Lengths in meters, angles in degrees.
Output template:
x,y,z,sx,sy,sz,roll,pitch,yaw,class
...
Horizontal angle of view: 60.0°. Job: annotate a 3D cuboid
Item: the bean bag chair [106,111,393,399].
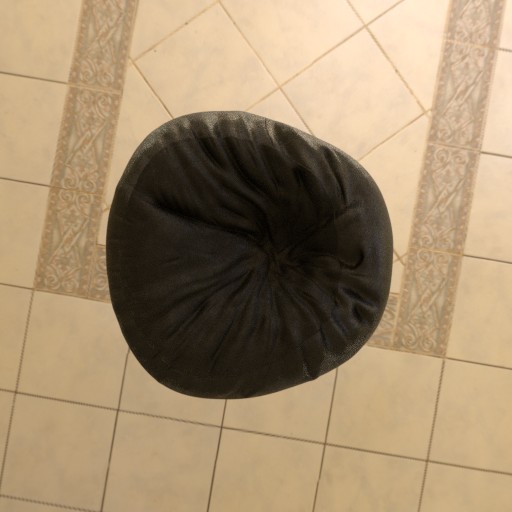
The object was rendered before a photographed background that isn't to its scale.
x,y,z,sx,sy,sz,roll,pitch,yaw,class
0.000,0.000,2.458,1.524,0.878,1.524,0,91,0,bean bag chair
